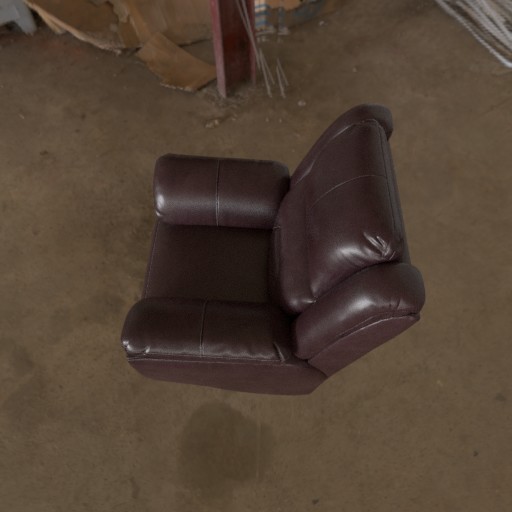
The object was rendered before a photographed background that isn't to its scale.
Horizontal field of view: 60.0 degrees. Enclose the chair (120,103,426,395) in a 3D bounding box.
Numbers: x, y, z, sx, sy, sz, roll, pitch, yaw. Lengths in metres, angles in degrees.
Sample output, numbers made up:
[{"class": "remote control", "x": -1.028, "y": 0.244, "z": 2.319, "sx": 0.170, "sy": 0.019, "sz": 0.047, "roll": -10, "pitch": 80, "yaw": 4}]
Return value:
[{"class": "chair", "x": 0.000, "y": 0.000, "z": 1.916, "sx": 1.041, "sy": 1.093, "sz": 0.990, "roll": 2, "pitch": 58, "yaw": 1}]
